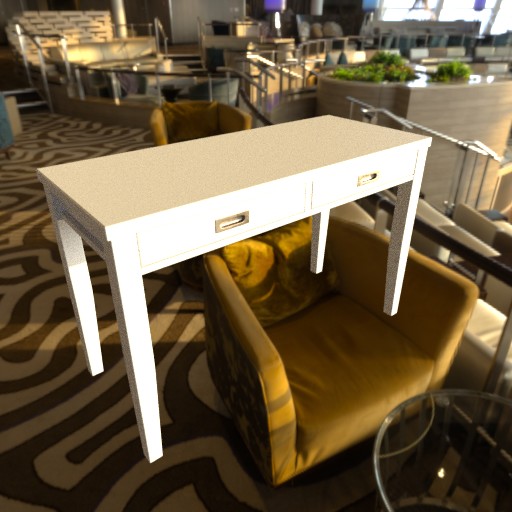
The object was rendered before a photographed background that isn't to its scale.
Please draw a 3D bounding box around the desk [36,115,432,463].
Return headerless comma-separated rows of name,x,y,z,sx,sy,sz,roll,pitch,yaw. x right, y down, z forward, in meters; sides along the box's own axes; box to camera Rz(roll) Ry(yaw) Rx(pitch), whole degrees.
desk,0.000,0.000,1.622,1.220,0.775,0.508,-21,35,-33
